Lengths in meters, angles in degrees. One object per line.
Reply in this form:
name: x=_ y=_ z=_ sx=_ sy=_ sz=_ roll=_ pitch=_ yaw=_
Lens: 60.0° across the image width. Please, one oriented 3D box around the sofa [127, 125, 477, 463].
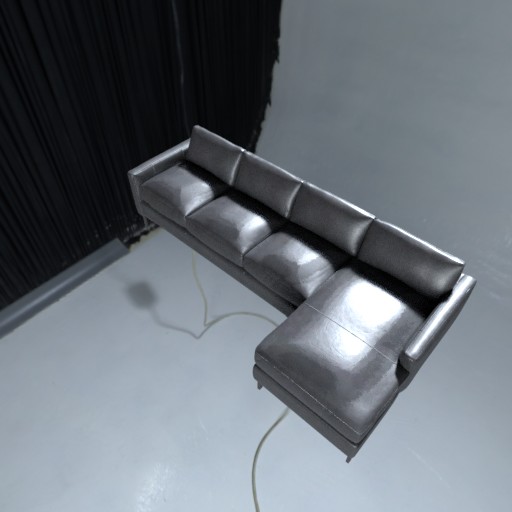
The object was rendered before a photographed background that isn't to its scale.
sofa: x=0.000 y=0.000 z=3.657 sx=2.993 sy=0.859 sz=1.471 roll=33 pitch=54 yaw=28
